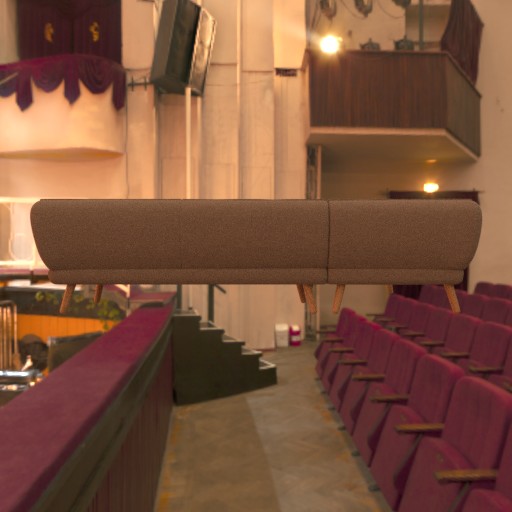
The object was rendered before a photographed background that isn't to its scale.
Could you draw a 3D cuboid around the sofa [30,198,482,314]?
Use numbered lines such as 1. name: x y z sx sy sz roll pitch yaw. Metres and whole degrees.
1. sofa: 0.000 0.000 3.324 2.653 0.693 1.532 0 1 0
